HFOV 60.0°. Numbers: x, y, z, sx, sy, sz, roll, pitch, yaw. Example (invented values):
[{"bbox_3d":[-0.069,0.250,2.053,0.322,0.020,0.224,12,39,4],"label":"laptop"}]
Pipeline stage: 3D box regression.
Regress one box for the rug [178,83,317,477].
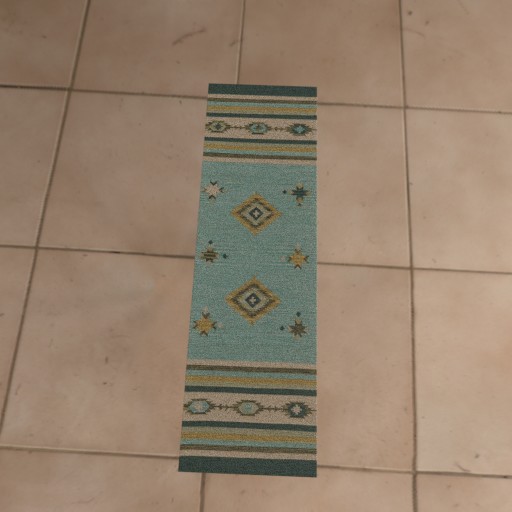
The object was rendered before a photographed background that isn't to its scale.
[{"bbox_3d":[0.000,0.000,2.713,0.744,0.010,2.441,2,74,1],"label":"rug"}]
